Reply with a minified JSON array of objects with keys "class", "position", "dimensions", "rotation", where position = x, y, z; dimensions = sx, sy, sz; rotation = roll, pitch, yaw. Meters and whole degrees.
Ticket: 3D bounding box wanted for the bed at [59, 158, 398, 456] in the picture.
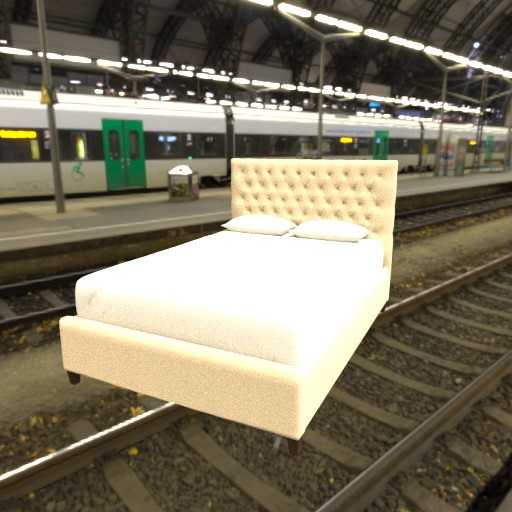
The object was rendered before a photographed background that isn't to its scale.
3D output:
[{"class":"bed","position":[0.000,0.000,3.458],"dimensions":[1.698,1.427,2.387],"rotation":[7,15,26]}]
